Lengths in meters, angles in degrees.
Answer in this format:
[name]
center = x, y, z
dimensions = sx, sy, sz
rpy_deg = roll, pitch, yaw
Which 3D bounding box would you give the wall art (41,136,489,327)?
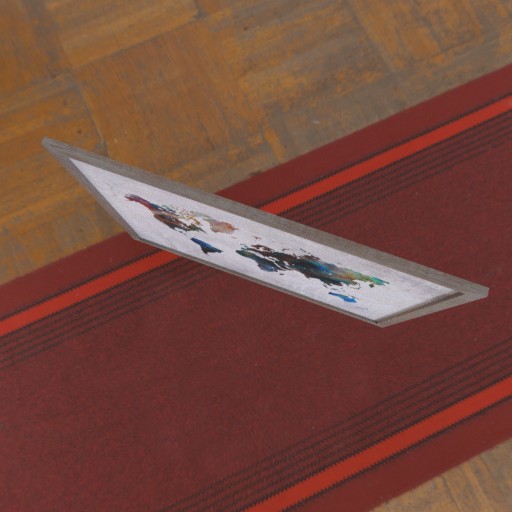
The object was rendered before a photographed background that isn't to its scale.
[wall art]
center = 0.000, 0.000, 1.325
dimensions = 1.012, 0.774, 0.019
rpy_deg = 19, 77, 5
